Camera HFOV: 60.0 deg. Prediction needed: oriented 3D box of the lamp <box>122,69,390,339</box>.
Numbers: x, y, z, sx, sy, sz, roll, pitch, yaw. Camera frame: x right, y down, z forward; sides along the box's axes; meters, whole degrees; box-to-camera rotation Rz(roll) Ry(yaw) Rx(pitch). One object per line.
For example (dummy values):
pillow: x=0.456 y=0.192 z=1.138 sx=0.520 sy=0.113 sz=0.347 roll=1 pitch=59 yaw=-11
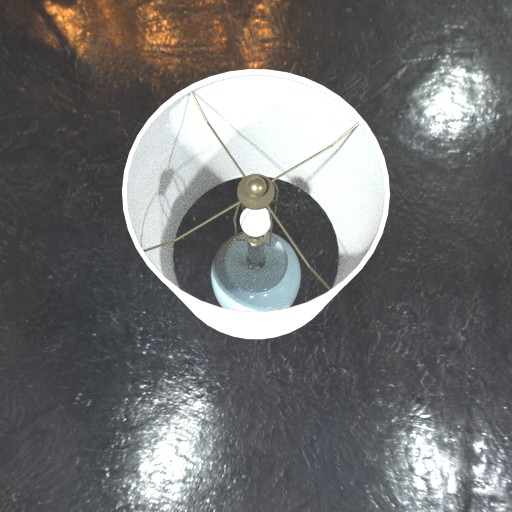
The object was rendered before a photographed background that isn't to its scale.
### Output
lamp: x=0.000 y=0.000 z=1.113 sx=0.418 sy=0.871 sz=0.418 roll=5 pitch=75 yaw=1
